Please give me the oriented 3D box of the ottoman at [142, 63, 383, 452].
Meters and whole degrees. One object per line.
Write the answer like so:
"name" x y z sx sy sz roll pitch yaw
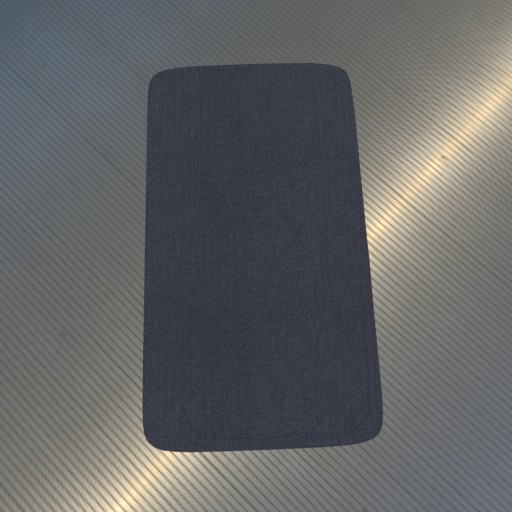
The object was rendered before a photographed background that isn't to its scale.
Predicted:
"ottoman" 0.000 0.000 1.174 0.505 0.453 0.895 -2 77 0
